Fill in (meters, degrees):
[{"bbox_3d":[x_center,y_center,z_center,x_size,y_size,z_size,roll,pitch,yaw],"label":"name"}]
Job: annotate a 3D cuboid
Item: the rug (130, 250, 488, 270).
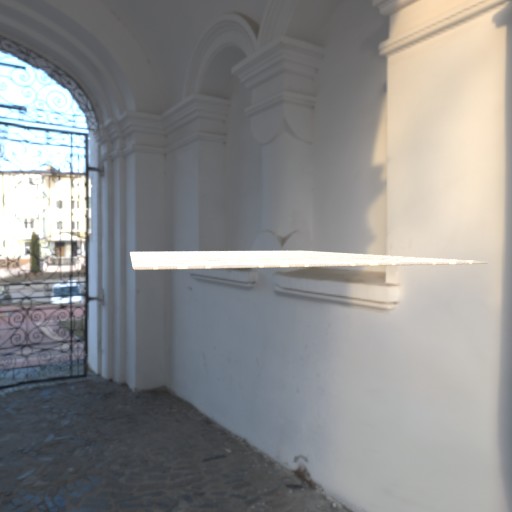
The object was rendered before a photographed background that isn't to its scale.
[{"bbox_3d":[0.000,0.000,2.670,1.451,0.010,2.080,-1,2,-16],"label":"rug"}]
